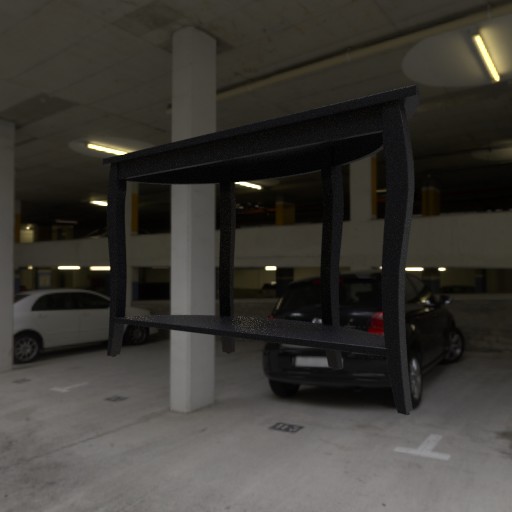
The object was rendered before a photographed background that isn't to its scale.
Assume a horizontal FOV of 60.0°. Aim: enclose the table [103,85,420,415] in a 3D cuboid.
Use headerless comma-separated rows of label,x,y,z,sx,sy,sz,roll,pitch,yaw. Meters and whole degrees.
table,0.000,0.000,1.547,1.219,0.780,0.394,-1,-2,36
